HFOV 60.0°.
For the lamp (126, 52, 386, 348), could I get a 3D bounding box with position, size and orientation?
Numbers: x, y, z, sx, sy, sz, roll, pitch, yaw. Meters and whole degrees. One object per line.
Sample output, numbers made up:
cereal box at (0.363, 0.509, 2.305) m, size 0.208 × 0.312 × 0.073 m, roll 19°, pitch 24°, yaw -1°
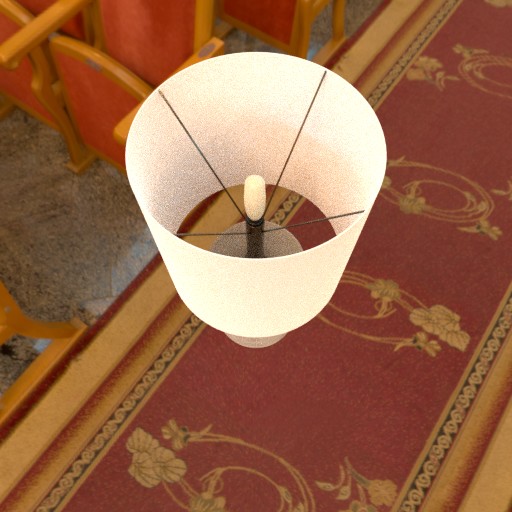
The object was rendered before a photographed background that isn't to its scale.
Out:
lamp at (0.000, 0.000, 0.540) m, size 0.206 × 0.416 × 0.206 m, roll 34°, pitch 69°, yaw 15°
